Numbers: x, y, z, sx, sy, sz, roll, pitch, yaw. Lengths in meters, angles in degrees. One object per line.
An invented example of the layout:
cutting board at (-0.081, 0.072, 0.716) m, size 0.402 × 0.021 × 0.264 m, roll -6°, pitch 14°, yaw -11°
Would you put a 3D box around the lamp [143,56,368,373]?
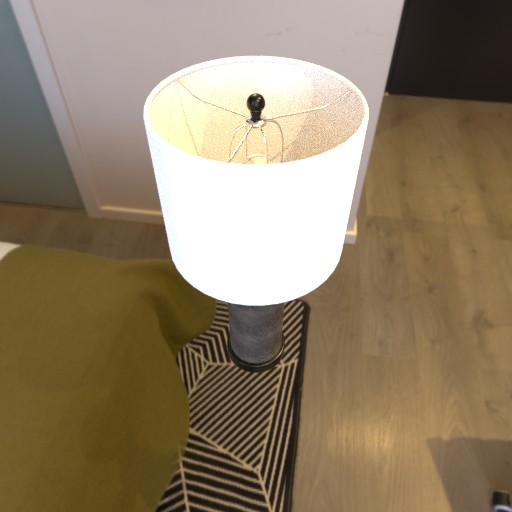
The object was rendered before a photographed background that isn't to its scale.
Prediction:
lamp at (0.000, 0.000, 0.829) m, size 0.305 × 0.634 × 0.305 m, roll -16°, pitch 49°, yaw -15°
